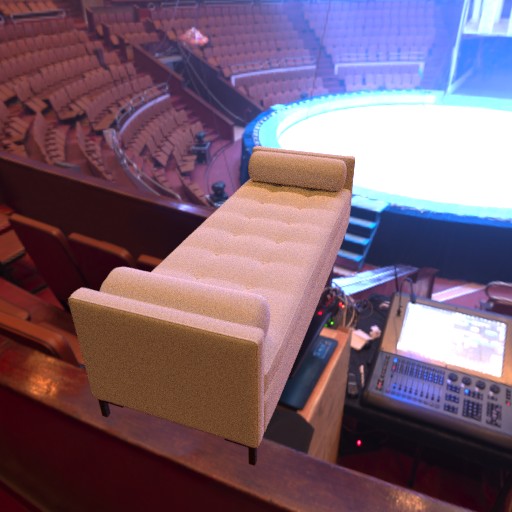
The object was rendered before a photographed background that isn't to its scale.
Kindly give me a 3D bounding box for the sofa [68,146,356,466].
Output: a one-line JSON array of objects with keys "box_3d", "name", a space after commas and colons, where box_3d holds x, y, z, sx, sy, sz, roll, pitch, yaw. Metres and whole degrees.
[{"box_3d": [0.000, 0.000, 2.412, 0.746, 0.641, 1.985, 10, 32, 17], "name": "sofa"}]
